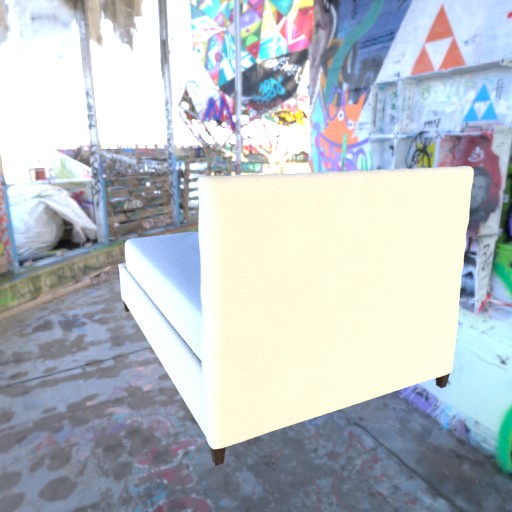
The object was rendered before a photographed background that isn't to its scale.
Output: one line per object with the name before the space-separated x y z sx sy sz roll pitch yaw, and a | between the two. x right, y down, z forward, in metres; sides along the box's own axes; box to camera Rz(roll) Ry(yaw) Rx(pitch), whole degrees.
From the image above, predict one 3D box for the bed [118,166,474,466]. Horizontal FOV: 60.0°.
bed | 0.000 0.000 3.392 1.698 1.427 2.387 -7 16 -26
